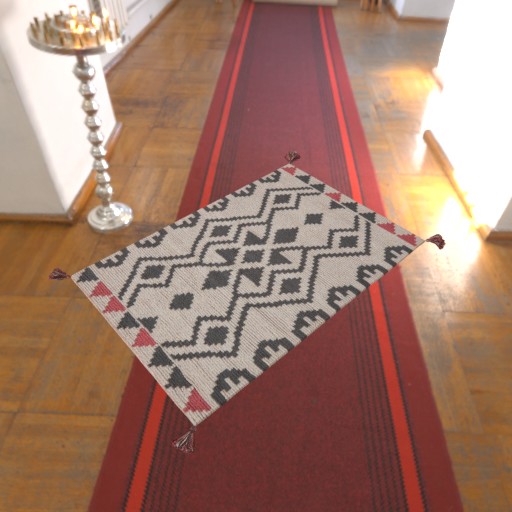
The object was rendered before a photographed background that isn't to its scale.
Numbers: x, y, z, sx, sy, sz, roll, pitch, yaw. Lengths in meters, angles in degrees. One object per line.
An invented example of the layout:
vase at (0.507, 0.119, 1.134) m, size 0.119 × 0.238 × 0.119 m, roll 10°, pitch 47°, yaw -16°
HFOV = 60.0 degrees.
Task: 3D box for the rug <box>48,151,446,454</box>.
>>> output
rug at (0.000, 0.000, 2.697) m, size 2.069 × 0.067 × 1.444 m, roll -32°, pitch 52°, yaw -29°
